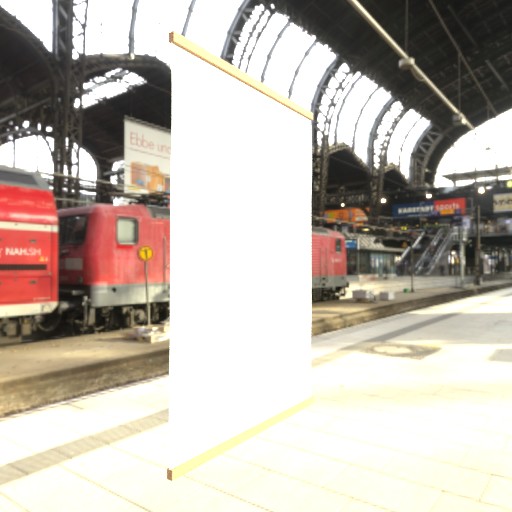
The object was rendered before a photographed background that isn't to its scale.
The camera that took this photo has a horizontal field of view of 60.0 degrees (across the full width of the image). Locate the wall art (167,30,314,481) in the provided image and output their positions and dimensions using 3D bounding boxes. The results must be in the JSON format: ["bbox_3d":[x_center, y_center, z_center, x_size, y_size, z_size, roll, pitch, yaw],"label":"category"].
[{"bbox_3d":[0.000,0.000,1.917,0.025,1.521,1.011,-1,-1,35],"label":"wall art"}]
